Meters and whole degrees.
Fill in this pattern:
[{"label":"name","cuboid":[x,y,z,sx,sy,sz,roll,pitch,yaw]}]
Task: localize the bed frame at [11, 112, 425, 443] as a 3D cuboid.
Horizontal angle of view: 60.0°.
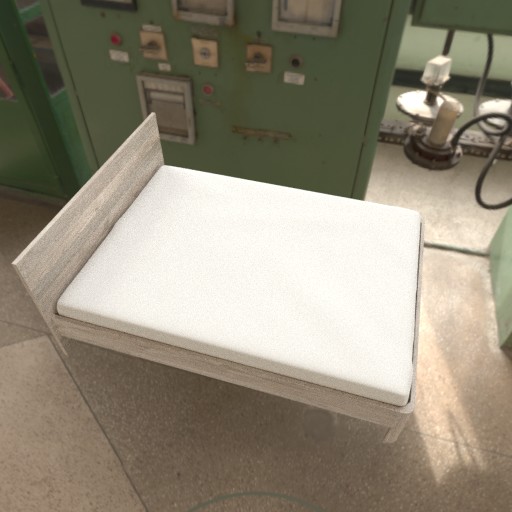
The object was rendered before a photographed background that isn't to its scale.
[{"label":"bed frame","cuboid":[0.000,0.000,2.669,1.950,0.800,1.490,12,47,11]}]
